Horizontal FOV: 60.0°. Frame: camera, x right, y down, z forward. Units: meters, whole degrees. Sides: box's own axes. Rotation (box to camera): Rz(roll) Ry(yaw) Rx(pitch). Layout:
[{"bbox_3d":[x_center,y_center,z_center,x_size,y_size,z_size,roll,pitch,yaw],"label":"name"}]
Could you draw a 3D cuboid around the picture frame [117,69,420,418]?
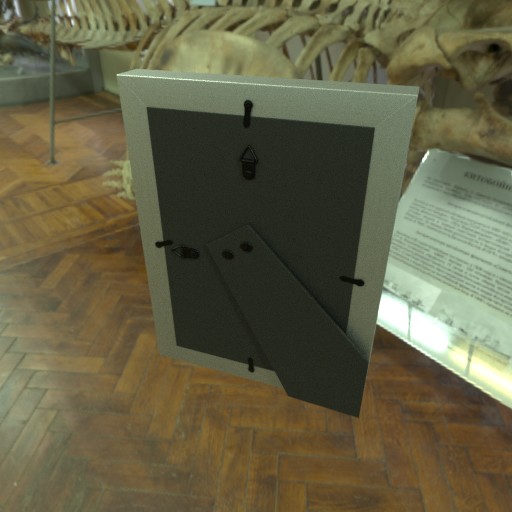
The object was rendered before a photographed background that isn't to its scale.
[{"bbox_3d":[0.000,0.000,0.279,0.157,0.208,0.028,11,33,17],"label":"picture frame"}]
